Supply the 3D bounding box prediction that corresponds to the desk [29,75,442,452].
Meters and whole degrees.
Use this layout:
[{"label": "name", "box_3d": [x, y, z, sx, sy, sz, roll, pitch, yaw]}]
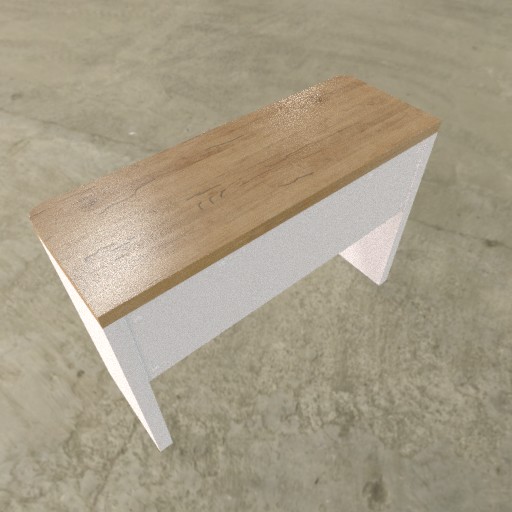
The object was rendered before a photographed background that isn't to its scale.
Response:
[{"label": "desk", "box_3d": [0.000, 0.000, 1.460, 1.100, 0.760, 0.390, -31, 55, -25]}]
